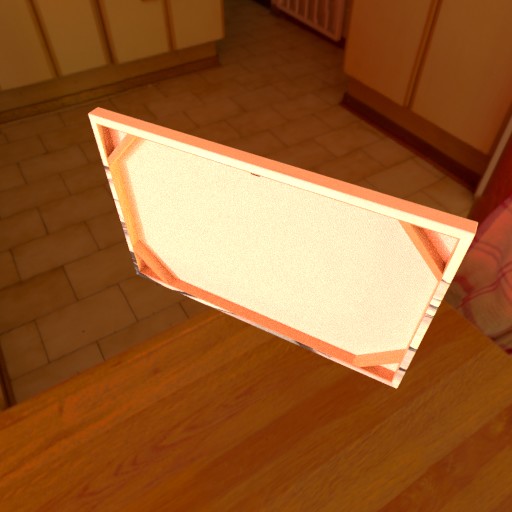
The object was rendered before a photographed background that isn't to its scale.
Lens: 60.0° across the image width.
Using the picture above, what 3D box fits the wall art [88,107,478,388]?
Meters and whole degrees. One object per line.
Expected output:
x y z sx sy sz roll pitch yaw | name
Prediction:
0.000 0.000 1.180 0.914 0.609 0.039 21 51 18 | wall art
